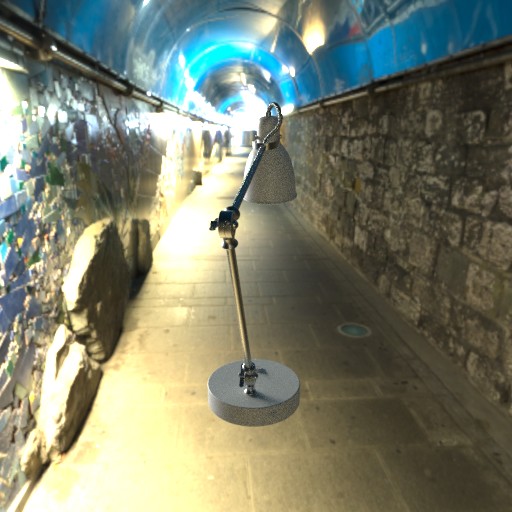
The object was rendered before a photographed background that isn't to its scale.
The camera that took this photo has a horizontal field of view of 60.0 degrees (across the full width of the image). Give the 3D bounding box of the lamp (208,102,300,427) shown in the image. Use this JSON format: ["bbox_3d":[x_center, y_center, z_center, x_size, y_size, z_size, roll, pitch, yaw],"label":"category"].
[{"bbox_3d":[0.000,0.000,0.859,0.187,0.587,0.561,2,15,8],"label":"lamp"}]
